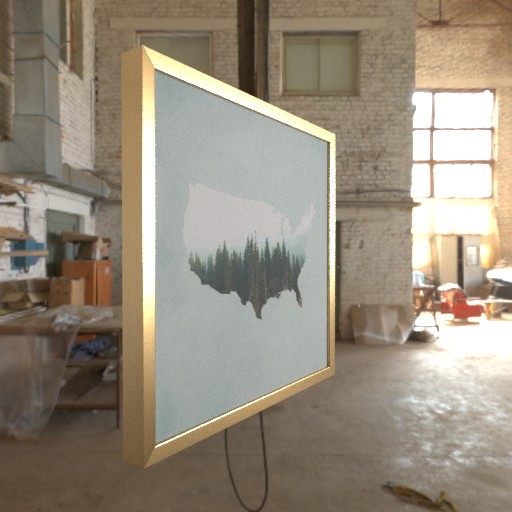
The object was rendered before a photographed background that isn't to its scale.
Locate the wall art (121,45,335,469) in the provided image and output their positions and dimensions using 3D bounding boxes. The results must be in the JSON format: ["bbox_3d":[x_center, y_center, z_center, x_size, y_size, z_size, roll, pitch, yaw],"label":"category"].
[{"bbox_3d":[0.000,0.000,0.748,0.040,0.509,0.509,1,1,37],"label":"wall art"}]
